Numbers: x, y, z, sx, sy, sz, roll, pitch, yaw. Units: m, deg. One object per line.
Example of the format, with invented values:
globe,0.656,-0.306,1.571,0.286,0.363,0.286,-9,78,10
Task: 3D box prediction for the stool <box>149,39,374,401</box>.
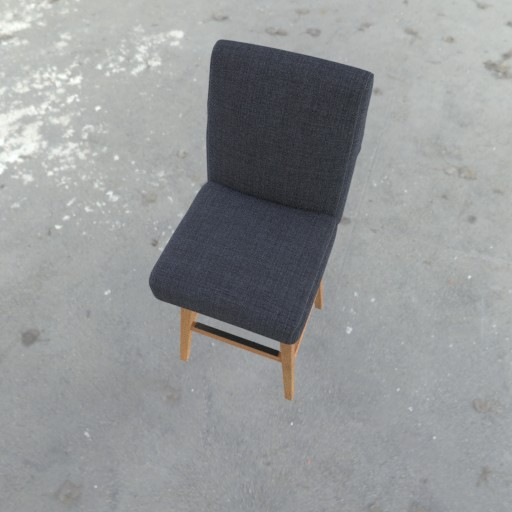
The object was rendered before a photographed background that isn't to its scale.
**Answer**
stool,0.000,0.000,1.431,0.483,1.112,0.570,17,59,11
